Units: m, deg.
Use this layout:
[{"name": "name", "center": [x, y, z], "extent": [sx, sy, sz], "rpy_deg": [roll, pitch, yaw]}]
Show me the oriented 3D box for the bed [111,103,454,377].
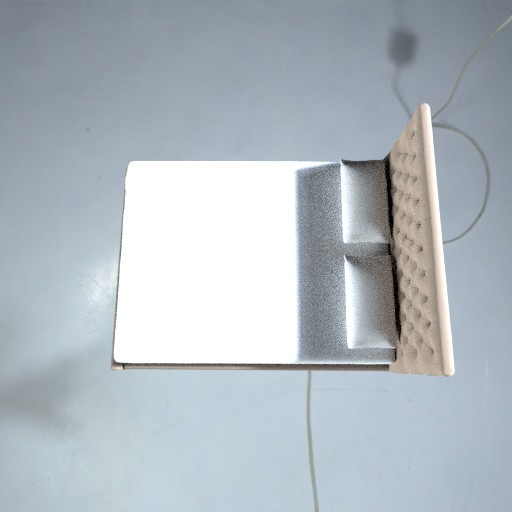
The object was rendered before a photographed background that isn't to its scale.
[{"name": "bed", "center": [0.000, 0.000, 3.311], "extent": [2.233, 1.426, 1.696], "rpy_deg": [0, 77, 0]}]
